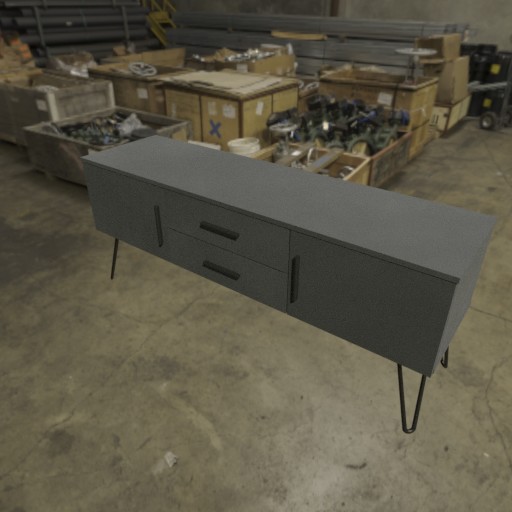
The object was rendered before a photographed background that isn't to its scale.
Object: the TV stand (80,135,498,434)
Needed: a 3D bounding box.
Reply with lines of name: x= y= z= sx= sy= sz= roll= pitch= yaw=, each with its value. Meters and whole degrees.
TV stand: x=0.000 y=0.000 z=1.610 sx=1.400 sy=0.560 sz=0.400 roll=21 pitch=37 yaw=31
